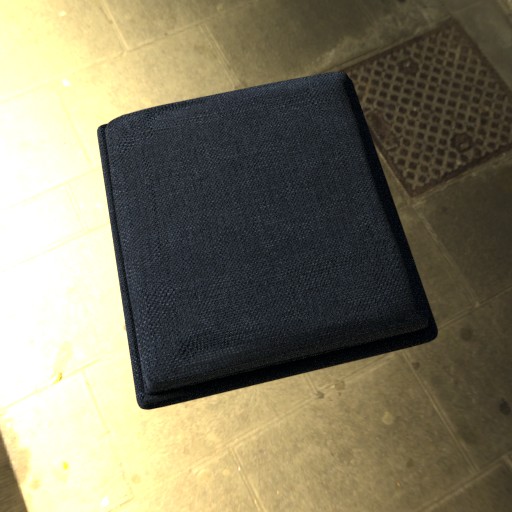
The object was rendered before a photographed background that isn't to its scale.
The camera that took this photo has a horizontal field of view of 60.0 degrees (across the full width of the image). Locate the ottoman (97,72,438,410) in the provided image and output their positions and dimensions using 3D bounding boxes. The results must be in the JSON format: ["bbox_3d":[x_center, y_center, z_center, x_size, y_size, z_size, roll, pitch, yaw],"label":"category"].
[{"bbox_3d":[0.000,0.000,0.836,0.436,0.493,0.454,-13,74,-4],"label":"ottoman"}]
